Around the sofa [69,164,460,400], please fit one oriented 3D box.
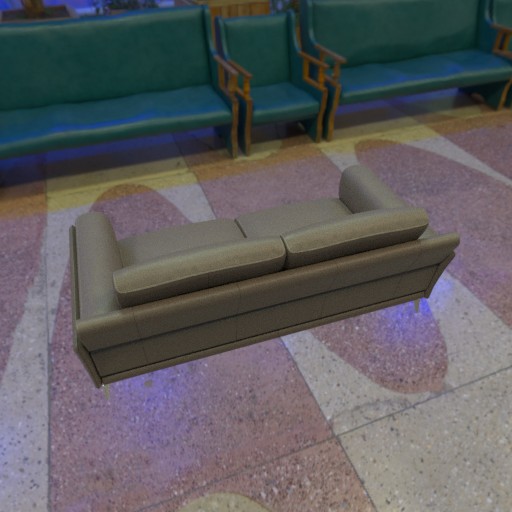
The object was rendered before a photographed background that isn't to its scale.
[{"bbox_3d":[0.000,0.000,2.700,2.101,0.930,1.049,-13,42,-14],"label":"sofa"}]
